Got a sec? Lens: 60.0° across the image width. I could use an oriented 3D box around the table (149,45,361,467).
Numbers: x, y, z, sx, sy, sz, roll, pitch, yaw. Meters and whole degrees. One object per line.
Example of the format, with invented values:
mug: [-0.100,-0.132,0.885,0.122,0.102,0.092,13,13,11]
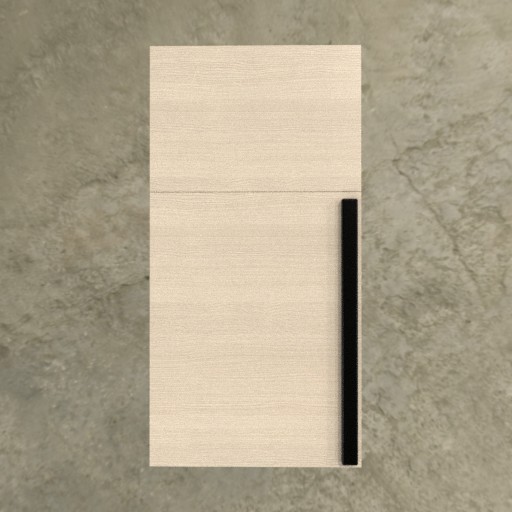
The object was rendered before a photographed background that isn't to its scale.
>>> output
table: [0.000,0.000,0.783,0.322,0.242,0.644,0,90,1]
